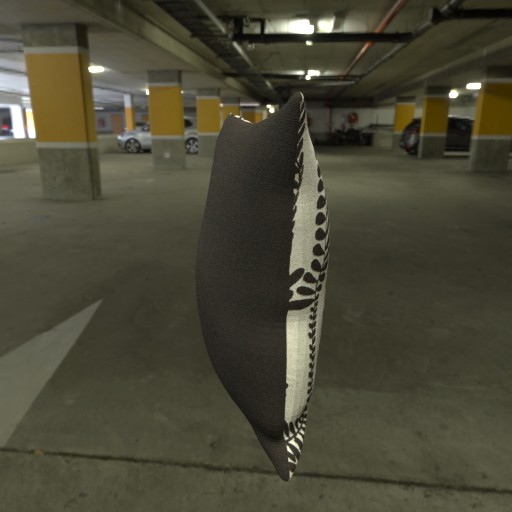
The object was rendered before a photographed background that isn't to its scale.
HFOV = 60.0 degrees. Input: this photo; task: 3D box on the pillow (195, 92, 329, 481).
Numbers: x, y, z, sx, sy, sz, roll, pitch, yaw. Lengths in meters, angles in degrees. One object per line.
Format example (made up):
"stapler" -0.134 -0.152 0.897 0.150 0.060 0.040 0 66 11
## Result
"pillow" 0.000 0.000 0.674 0.182 0.441 0.440 -3 16 -12
